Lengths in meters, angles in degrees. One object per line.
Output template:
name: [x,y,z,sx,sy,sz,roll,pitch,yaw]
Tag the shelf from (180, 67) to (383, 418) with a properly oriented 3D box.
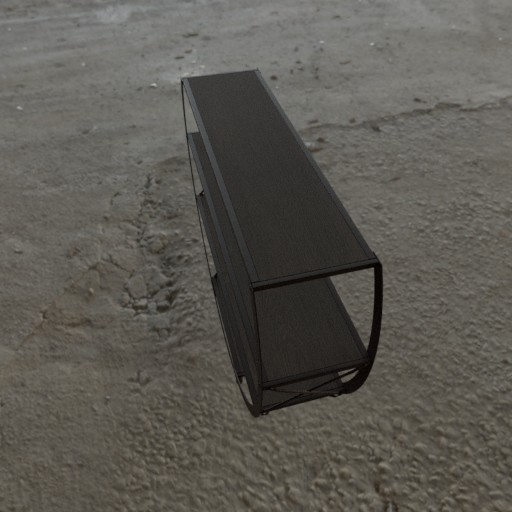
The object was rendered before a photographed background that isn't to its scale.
shelf: [0.000,0.000,1.881,0.344,1.063,1.403,-11,47,-10]
